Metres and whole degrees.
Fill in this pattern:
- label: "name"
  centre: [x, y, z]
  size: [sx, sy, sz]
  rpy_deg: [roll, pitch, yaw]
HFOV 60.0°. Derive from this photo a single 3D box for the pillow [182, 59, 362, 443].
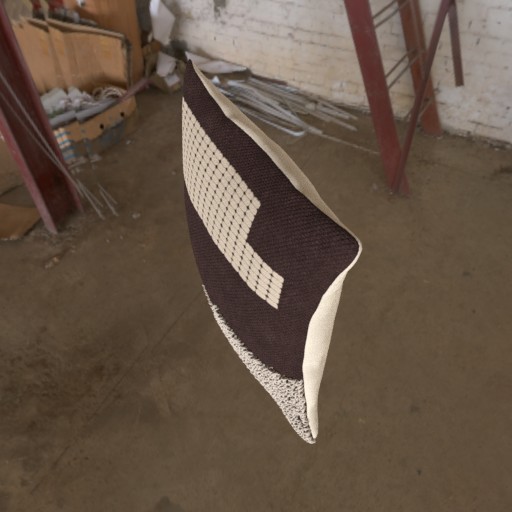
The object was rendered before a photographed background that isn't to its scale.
- label: "pillow"
  centre: [0.000, 0.000, 0.729]
  size: [0.178, 0.473, 0.475]
  rpy_deg: [-19, 49, -17]
